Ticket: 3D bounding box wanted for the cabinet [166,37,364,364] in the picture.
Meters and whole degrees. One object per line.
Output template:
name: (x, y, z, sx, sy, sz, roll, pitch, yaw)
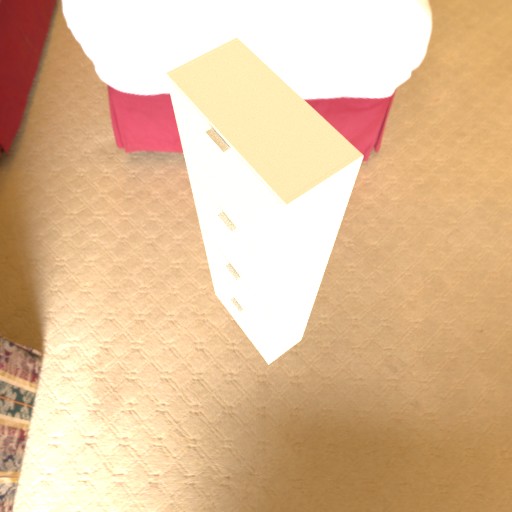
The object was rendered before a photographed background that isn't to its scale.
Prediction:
cabinet: (0.000, 0.000, 1.849, 0.255, 1.630, 0.520, -34, 69, -15)
